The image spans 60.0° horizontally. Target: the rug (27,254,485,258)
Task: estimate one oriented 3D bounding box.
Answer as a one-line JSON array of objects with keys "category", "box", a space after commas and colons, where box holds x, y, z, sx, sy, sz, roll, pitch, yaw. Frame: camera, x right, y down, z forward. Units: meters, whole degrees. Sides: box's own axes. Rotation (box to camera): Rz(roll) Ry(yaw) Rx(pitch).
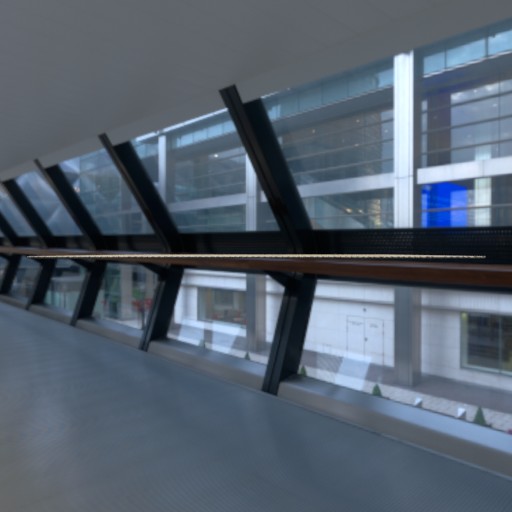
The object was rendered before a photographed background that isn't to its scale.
[{"category": "rug", "box": [0.000, 0.000, 4.265, 3.207, 0.014, 2.439, 0, 0, 0]}]
